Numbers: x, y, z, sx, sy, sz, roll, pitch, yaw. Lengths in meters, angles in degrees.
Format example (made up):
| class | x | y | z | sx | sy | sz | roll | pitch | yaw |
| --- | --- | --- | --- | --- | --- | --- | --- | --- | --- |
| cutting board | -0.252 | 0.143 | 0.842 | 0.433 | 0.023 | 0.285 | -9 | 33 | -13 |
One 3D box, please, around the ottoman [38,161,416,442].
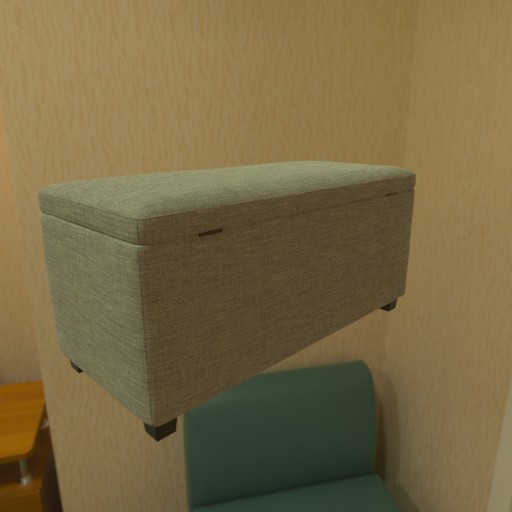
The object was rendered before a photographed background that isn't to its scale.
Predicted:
| class | x | y | z | sx | sy | sz | roll | pitch | yaw |
| --- | --- | --- | --- | --- | --- | --- | --- | --- | --- |
| ottoman | 0.000 | 0.000 | 1.122 | 0.902 | 0.432 | 0.419 | -16 | 23 | -43 |
